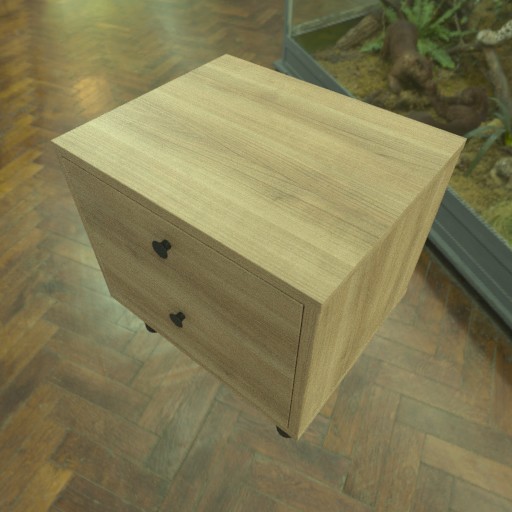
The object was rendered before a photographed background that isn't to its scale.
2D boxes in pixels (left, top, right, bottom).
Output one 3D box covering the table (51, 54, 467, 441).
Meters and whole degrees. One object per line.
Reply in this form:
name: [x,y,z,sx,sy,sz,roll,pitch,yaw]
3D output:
table: [0.000,0.000,0.777,0.445,0.460,0.380,31,54,25]
